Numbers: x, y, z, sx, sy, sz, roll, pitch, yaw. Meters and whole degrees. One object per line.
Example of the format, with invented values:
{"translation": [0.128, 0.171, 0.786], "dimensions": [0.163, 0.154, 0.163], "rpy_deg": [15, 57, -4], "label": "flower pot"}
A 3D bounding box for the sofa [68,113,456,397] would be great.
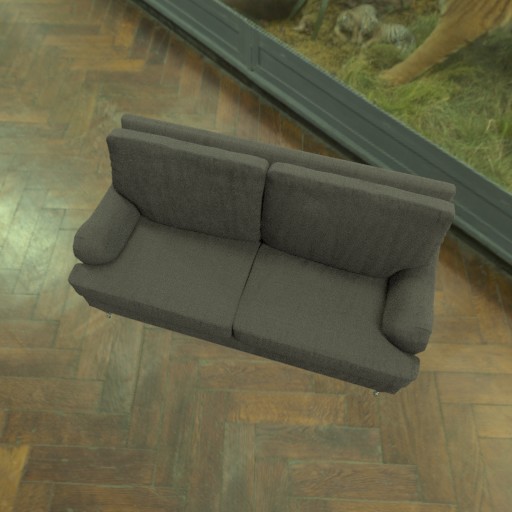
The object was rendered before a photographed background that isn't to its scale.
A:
{"translation": [0.000, 0.000, 2.811], "dimensions": [2.165, 1.087, 1.086], "rpy_deg": [14, 60, 8], "label": "sofa"}
